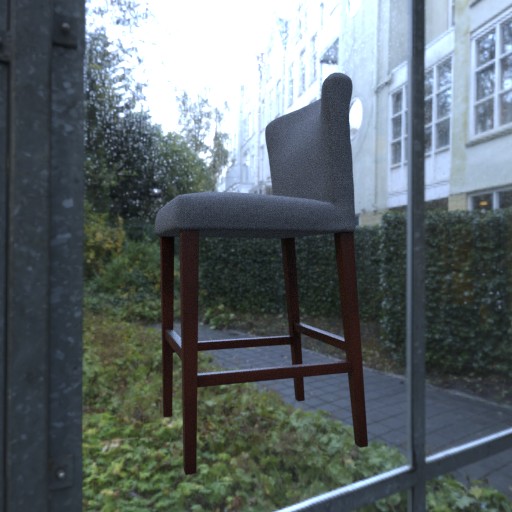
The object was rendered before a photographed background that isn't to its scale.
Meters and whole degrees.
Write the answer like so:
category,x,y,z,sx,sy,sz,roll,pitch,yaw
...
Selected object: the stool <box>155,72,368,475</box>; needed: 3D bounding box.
category,x,y,z,sx,sy,sz,roll,pitch,yaw
stool,0.000,0.000,1.370,0.568,1.069,0.486,0,0,-19
